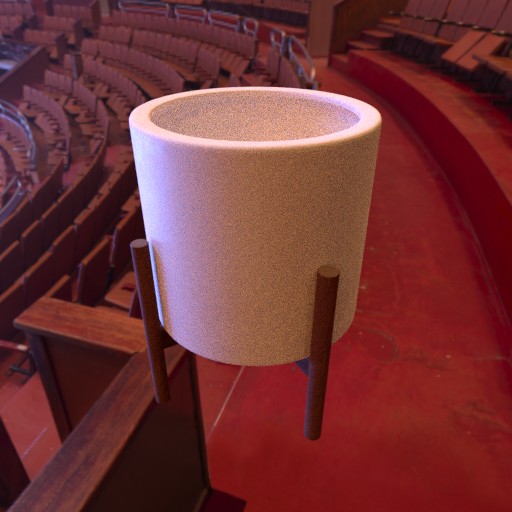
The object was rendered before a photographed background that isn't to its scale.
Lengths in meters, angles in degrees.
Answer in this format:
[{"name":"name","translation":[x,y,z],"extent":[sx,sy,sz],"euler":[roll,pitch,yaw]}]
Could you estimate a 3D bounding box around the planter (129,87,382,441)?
[{"name":"planter","translation":[0.000,0.000,0.903],"extent":[0.420,0.581,0.421],"euler":[10,32,15]}]
